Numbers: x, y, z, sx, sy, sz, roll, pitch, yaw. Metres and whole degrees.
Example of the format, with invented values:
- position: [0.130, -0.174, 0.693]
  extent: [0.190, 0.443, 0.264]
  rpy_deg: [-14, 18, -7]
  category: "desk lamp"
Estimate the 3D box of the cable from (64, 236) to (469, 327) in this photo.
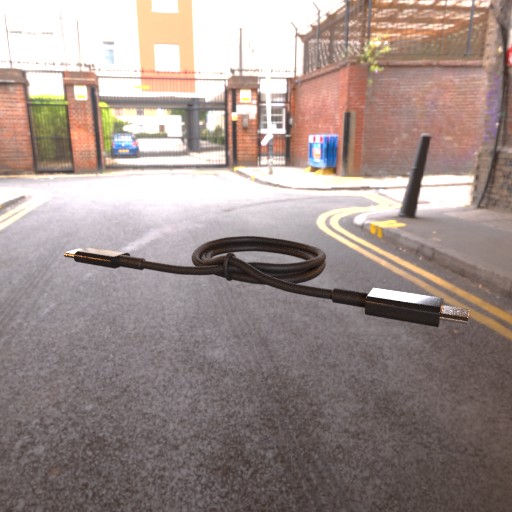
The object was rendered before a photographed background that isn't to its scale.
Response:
- position: [0.000, 0.000, 0.217]
  extent: [0.192, 0.014, 0.070]
  rpy_deg: [7, 17, 26]
  category: "cable"
